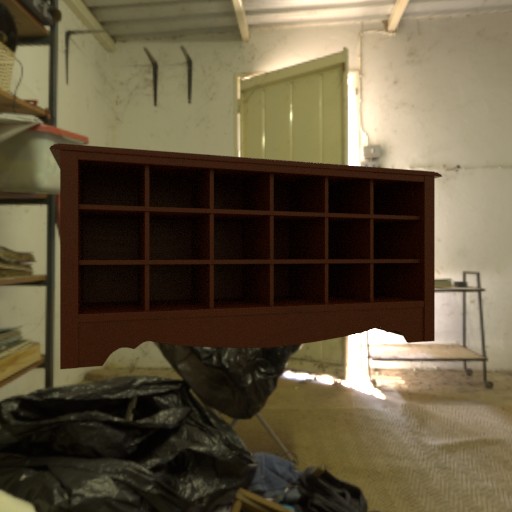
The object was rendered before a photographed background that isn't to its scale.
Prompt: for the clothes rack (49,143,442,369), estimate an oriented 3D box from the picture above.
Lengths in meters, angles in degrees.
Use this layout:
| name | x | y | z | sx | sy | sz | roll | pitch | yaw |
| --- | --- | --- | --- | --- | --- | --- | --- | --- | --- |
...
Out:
| name | x | y | z | sx | sy | sz | roll | pitch | yaw |
| --- | --- | --- | --- | --- | --- | --- | --- | --- | --- |
| clothes rack | 0.000 | 0.000 | 1.520 | 1.251 | 0.594 | 0.362 | 0 | 0 | -19 |
